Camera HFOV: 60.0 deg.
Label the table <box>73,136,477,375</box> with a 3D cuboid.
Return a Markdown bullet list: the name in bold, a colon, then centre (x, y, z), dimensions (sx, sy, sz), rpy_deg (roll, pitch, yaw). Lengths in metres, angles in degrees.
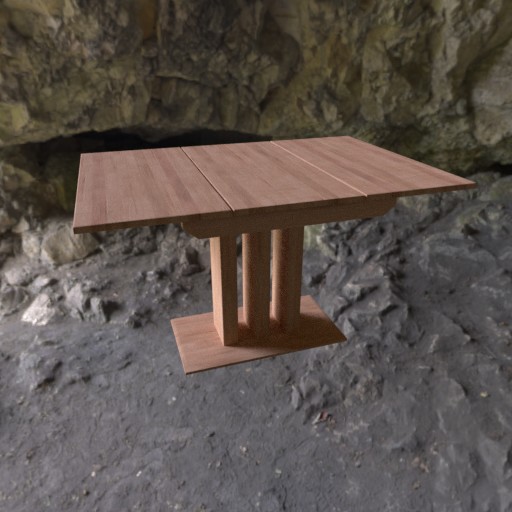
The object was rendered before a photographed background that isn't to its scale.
- **table**: centre (0.000, 0.000, 1.886), dimensions (1.300, 0.770, 0.900), rpy_deg (-8, 27, -16)
